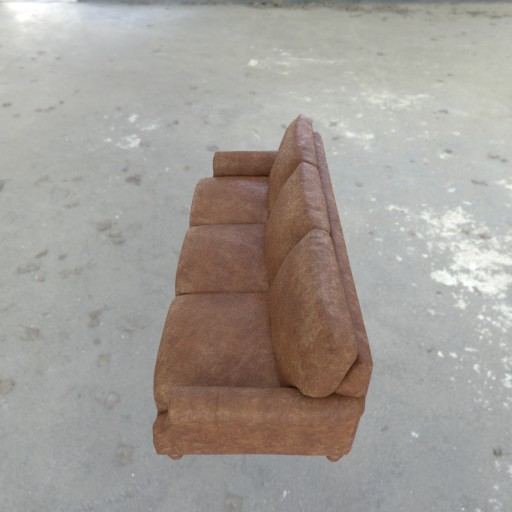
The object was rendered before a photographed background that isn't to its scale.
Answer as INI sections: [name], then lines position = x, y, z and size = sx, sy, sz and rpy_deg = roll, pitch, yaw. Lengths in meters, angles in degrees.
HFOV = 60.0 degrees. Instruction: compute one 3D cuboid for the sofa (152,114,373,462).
[sofa]
position = 0.000, 0.000, 2.766
size = 0.973, 0.977, 2.351
rpy_deg = 0, 40, 1
